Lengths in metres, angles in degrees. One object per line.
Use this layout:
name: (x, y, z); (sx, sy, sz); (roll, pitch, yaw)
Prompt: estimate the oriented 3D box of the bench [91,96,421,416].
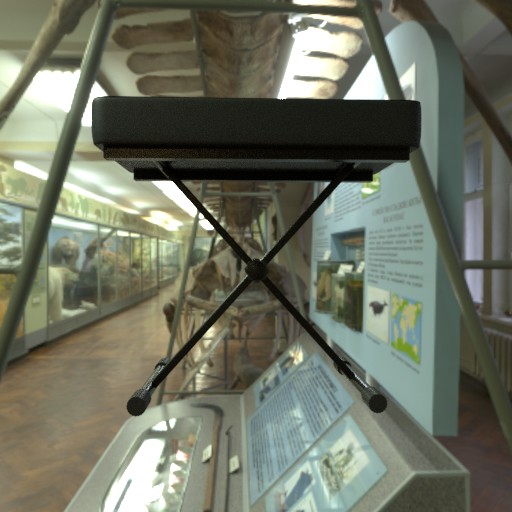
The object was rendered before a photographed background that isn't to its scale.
bench: (0.000, 0.000, 0.932); (0.600, 0.561, 0.300); (0, 0, -2)
